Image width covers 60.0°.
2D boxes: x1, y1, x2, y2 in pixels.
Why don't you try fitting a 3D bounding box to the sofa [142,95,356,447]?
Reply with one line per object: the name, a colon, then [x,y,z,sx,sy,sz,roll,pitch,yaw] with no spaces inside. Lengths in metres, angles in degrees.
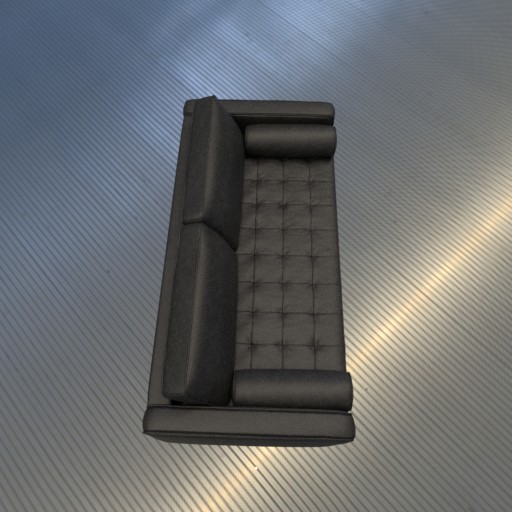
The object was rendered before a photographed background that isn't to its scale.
sofa: [0.000,0.000,2.393,0.921,0.770,1.879,1,64,1]
